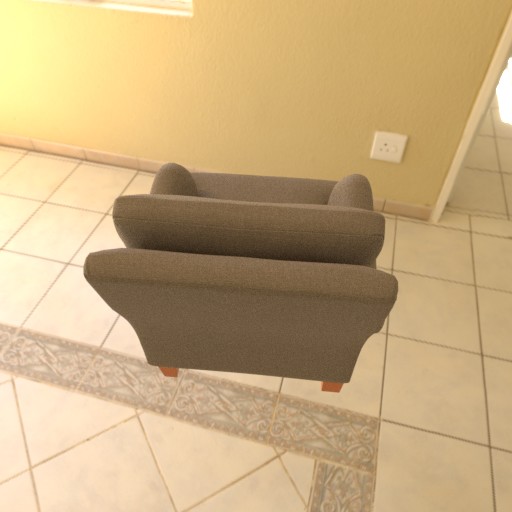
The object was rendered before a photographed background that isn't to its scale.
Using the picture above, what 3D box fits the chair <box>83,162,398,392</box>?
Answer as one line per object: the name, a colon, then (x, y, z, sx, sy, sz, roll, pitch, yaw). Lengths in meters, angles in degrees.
chair: (0.000, 0.000, 1.889, 0.955, 1.038, 1.070, 4, 48, 4)
